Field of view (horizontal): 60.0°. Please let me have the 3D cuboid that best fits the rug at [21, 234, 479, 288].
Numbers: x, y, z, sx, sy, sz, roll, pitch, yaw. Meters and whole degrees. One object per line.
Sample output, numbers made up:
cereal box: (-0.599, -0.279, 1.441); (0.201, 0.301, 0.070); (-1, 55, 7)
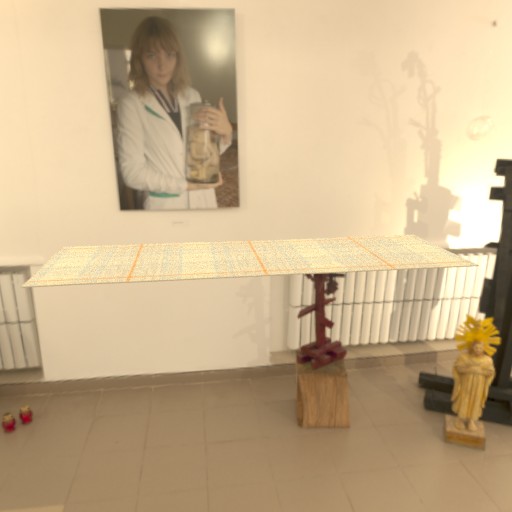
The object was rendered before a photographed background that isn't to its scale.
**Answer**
rug: (0.000, 0.000, 2.705); (2.442, 0.016, 0.770); (-2, 16, -8)
